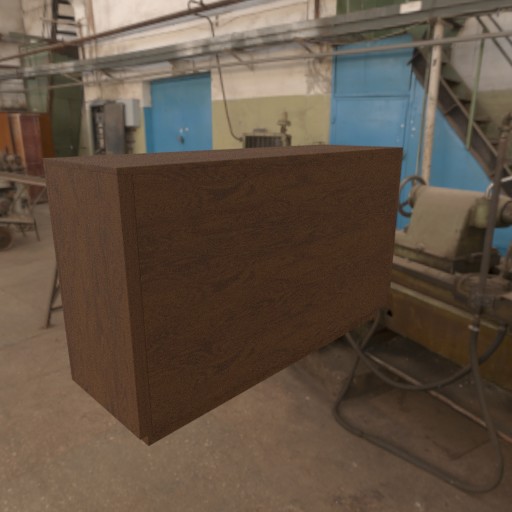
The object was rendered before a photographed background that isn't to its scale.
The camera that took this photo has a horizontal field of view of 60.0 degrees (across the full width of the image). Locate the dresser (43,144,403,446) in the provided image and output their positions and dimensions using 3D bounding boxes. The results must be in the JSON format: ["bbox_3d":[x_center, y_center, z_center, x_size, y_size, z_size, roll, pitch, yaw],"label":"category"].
[{"bbox_3d":[0.000,0.000,1.933,0.512,0.889,1.523,16,22,42],"label":"dresser"}]
